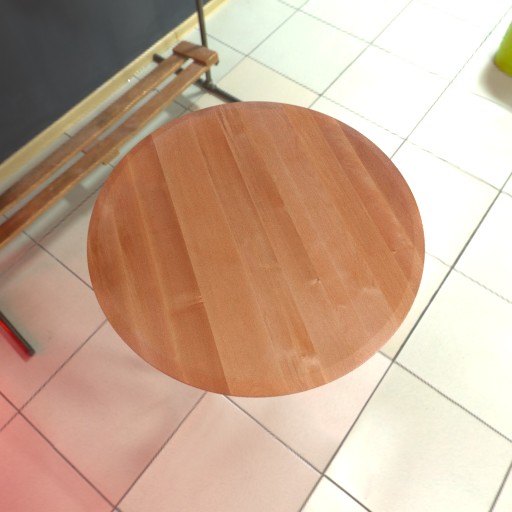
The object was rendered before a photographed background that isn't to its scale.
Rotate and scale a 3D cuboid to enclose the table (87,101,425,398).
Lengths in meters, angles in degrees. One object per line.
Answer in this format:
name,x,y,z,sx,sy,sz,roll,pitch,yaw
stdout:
table,0.000,0.000,1.368,0.900,0.400,0.900,0,63,0
